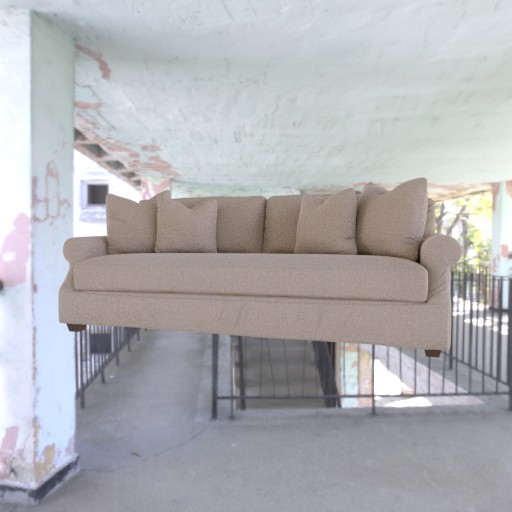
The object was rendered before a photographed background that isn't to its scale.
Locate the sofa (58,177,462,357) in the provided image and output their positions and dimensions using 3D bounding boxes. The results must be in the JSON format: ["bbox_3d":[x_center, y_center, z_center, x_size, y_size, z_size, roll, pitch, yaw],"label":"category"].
[{"bbox_3d":[0.000,0.000,2.798,2.285,0.904,1.067,1,2,17],"label":"sofa"}]
